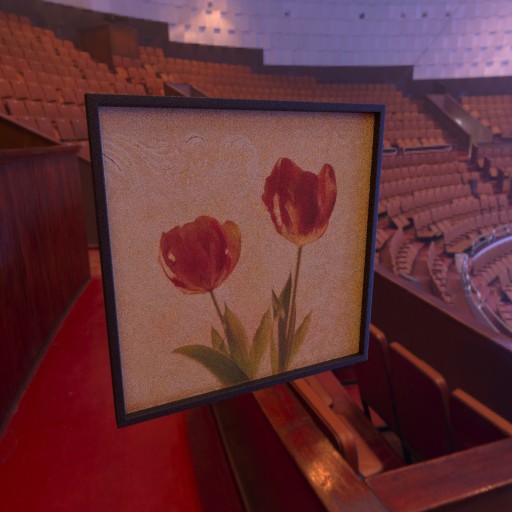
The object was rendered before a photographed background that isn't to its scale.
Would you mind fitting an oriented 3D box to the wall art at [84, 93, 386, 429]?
[{"bbox_3d":[0.000,0.000,1.212,0.805,0.807,0.043,-7,17,-25],"label":"wall art"}]
